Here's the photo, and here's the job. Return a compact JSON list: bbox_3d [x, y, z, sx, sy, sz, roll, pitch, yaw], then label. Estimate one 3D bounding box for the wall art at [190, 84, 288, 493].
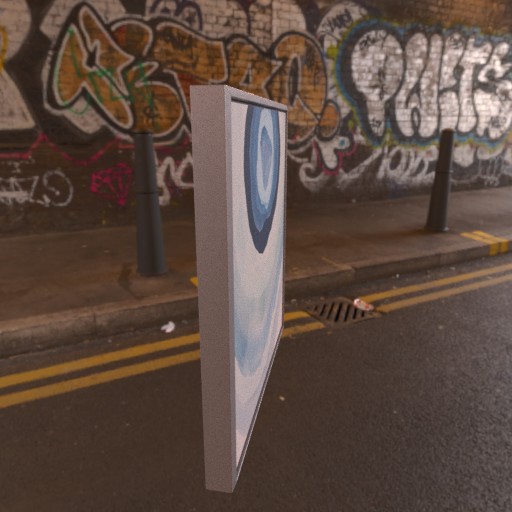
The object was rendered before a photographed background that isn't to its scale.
[{"bbox_3d":[0.000,0.000,0.520,0.028,0.349,0.349,3,17,10],"label":"wall art"}]
